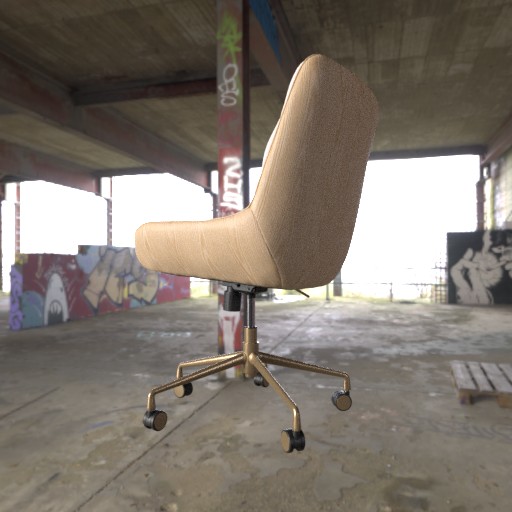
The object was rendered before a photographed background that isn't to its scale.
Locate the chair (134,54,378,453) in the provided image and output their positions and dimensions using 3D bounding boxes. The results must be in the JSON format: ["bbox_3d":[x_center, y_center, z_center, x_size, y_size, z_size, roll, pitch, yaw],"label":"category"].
[{"bbox_3d":[0.000,0.000,1.334,0.668,0.952,0.564,0,-1,36],"label":"chair"}]
